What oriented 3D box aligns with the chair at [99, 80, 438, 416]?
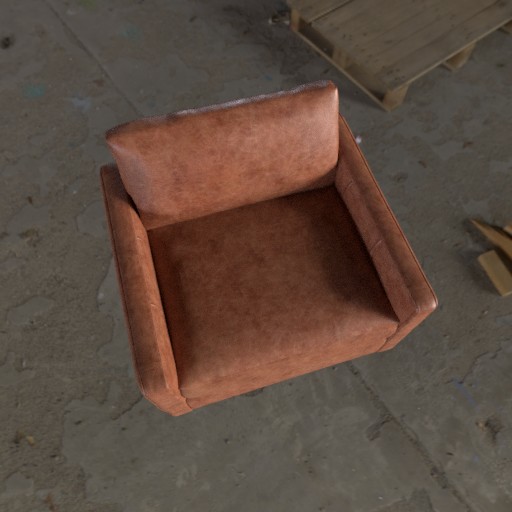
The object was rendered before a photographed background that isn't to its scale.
[{"bbox_3d":[0.000,0.000,1.644,0.967,0.869,0.862,-15,65,-7],"label":"chair"}]
